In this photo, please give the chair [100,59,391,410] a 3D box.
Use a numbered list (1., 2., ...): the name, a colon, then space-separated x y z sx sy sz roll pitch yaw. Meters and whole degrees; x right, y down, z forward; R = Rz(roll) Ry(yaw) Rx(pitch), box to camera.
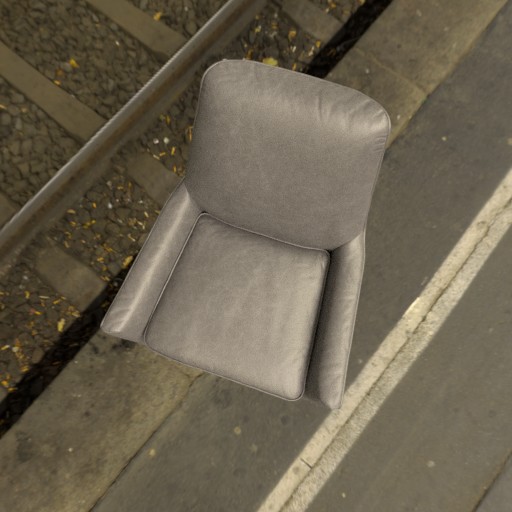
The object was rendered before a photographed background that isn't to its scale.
1. chair: 0.000 0.000 1.484 0.787 0.888 0.822 18 77 4
